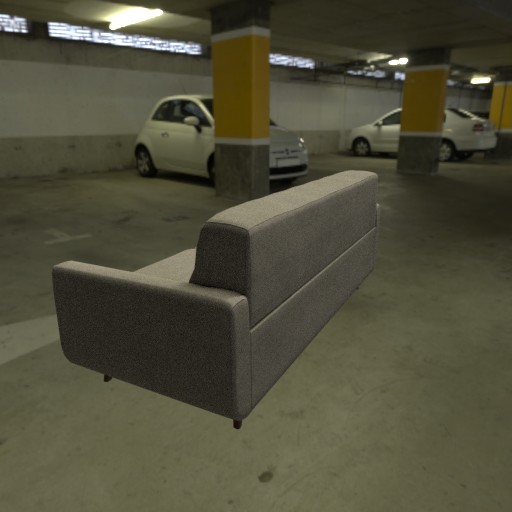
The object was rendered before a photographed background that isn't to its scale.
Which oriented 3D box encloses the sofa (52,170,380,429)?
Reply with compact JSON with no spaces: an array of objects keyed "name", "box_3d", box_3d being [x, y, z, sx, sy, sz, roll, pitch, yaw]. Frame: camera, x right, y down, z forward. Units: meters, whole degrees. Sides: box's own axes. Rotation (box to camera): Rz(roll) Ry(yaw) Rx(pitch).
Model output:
[{"name":"sofa","box_3d":[0.000,0.000,2.491,0.909,0.841,2.029,9,19,27]}]
